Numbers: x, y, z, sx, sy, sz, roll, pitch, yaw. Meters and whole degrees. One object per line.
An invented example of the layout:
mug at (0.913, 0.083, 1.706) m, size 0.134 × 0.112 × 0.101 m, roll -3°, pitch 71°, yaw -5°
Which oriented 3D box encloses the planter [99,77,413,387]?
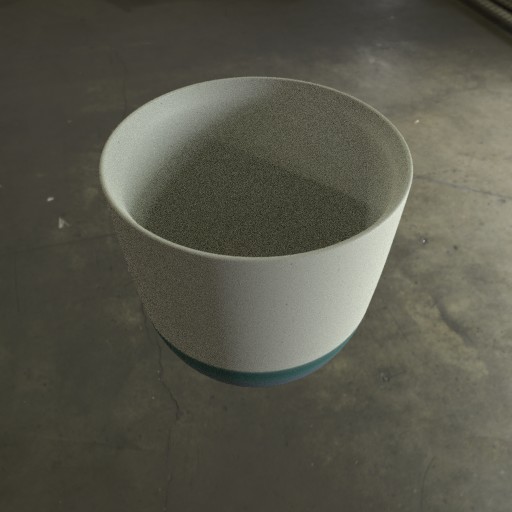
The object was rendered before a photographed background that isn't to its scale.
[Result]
planter at (0.000, 0.000, 0.373) m, size 0.204 × 0.214 × 0.204 m, roll 0°, pitch 48°, yaw 0°
